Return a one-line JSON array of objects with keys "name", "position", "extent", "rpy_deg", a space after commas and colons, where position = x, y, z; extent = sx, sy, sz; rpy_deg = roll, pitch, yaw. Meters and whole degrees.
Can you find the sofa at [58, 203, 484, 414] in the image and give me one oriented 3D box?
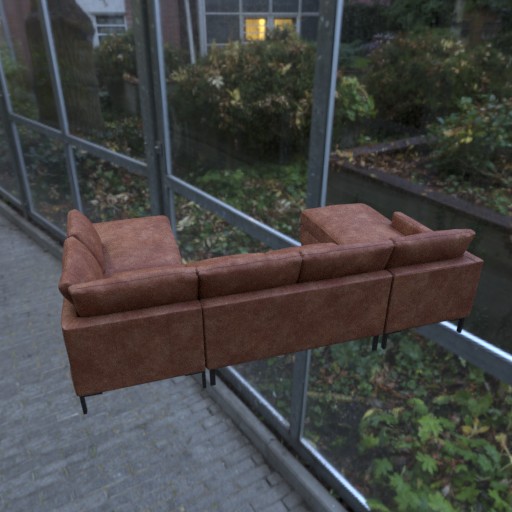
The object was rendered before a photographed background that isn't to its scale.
[{"name": "sofa", "position": [0.000, 0.000, 3.788], "extent": [2.956, 0.900, 1.939], "rpy_deg": [-8, 28, -15]}]
